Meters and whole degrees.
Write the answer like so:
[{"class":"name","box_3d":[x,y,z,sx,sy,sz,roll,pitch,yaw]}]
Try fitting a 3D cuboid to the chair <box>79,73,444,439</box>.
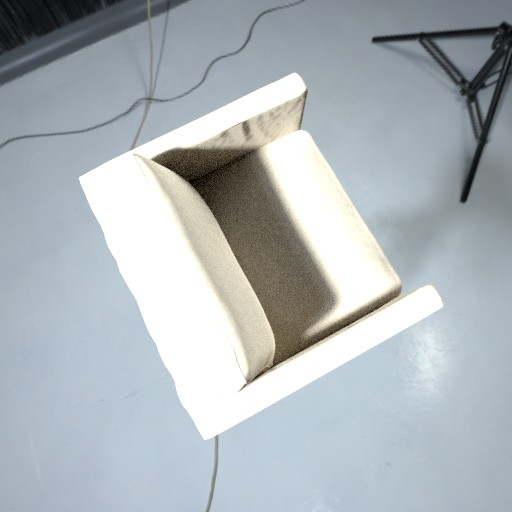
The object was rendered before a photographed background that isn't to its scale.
[{"class":"chair","box_3d":[0.000,0.000,1.804,0.949,0.867,1.057,-28,78,-6]}]
